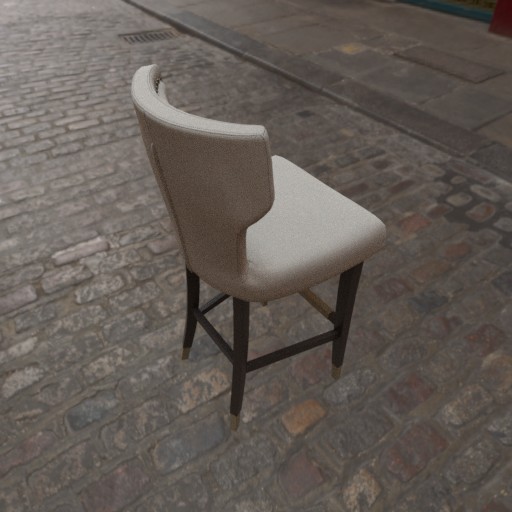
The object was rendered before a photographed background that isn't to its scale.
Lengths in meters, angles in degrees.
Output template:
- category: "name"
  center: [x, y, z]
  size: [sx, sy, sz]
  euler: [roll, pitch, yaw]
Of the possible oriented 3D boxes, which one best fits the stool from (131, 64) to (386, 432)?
- category: "stool"
  center: [0.000, 0.000, 1.380]
  size: [0.563, 1.092, 0.526]
  euler: [-25, 46, -26]
